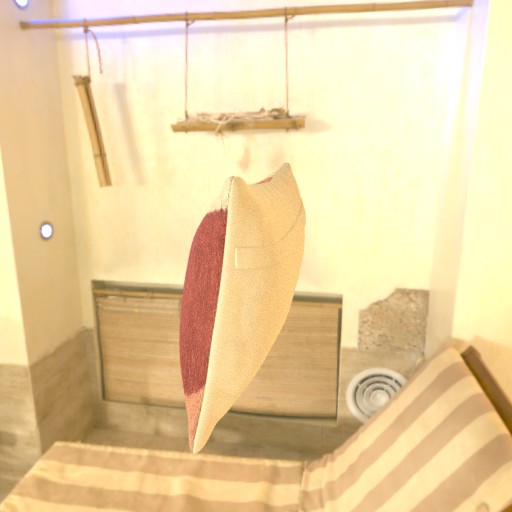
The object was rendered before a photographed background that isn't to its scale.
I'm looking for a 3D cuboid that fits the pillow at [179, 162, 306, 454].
[{"bbox_3d":[0.000,0.000,0.722,0.155,0.292,0.609,2,14,8],"label":"pillow"}]
